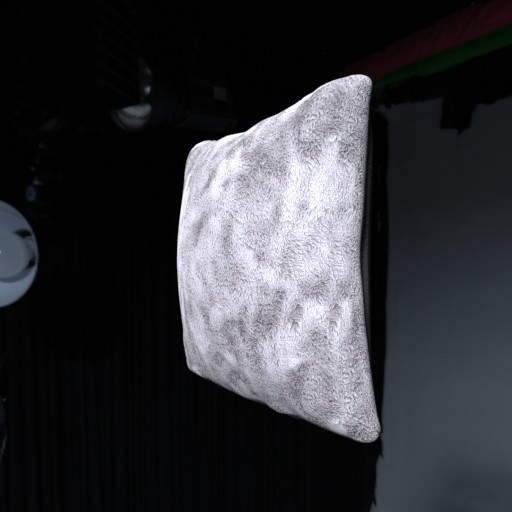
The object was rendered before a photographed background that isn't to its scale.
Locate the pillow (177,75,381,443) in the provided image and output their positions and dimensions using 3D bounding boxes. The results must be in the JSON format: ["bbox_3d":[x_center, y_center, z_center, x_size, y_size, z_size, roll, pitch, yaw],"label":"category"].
[{"bbox_3d":[0.000,0.000,0.802,0.204,0.520,0.522,1,-2,-36],"label":"pillow"}]
